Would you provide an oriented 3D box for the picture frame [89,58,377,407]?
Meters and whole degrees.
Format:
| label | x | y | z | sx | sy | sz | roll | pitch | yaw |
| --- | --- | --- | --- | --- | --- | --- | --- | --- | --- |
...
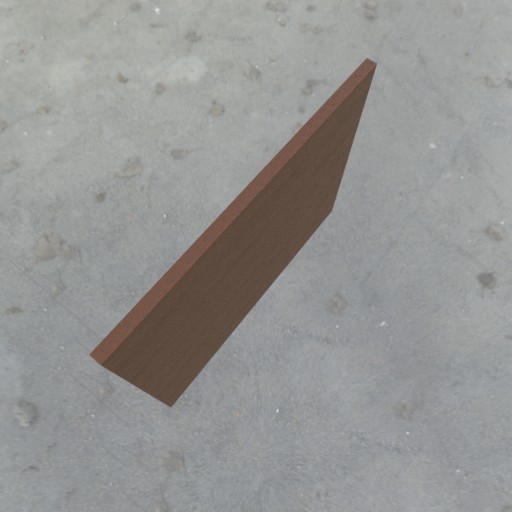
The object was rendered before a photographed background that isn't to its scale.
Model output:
| label | x | y | z | sx | sy | sz | roll | pitch | yaw |
| --- | --- | --- | --- | --- | --- | --- | --- | --- | --- |
| picture frame | 0.000 | 0.000 | 1.804 | 0.045 | 1.018 | 1.329 | 35 | 70 | 15 |
